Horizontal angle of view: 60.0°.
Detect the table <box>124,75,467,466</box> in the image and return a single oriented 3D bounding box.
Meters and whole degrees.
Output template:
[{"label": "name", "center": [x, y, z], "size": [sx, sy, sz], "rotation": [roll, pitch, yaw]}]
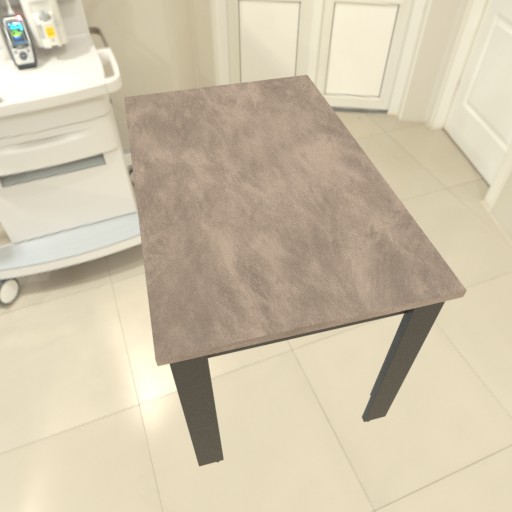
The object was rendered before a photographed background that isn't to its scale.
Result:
[{"label": "table", "center": [0.000, 0.000, 1.571], "size": [0.700, 0.734, 1.100], "rotation": [-11, 48, -10]}]
